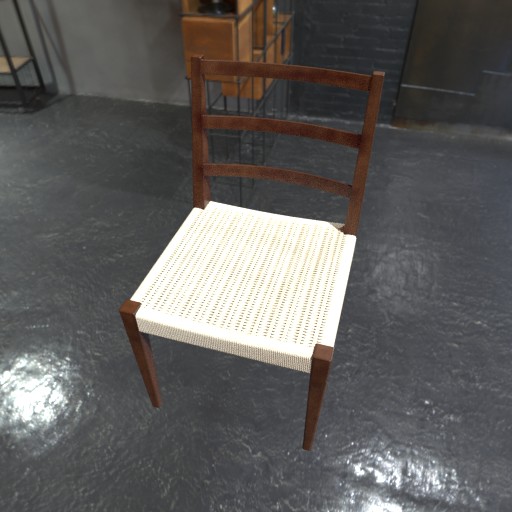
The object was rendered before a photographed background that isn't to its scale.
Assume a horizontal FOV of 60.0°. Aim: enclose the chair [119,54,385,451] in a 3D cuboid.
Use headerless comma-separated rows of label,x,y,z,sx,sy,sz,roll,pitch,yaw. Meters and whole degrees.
chair,0.000,0.000,1.143,0.480,0.813,0.551,11,42,12
